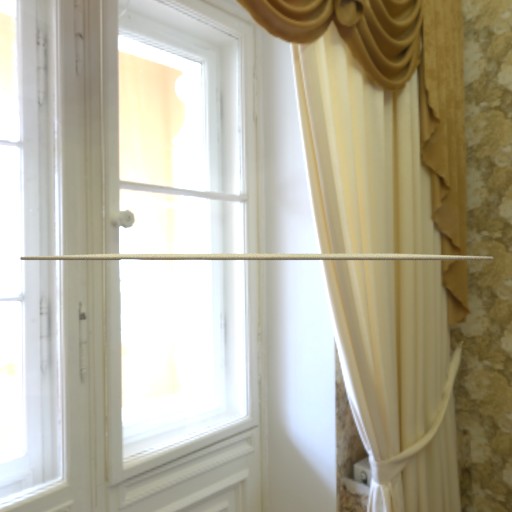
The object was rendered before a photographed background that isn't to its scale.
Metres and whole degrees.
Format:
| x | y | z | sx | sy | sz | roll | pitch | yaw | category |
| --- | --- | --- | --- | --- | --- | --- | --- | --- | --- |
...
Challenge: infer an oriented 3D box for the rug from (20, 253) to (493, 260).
| x | y | z | sx | sy | sz | roll | pitch | yaw | category |
| --- | --- | --- | --- | --- | --- | --- | --- | --- | --- |
| 0.000 | 0.000 | 2.320 | 1.848 | 0.014 | 1.238 | 0 | 1 | 0 | rug |
